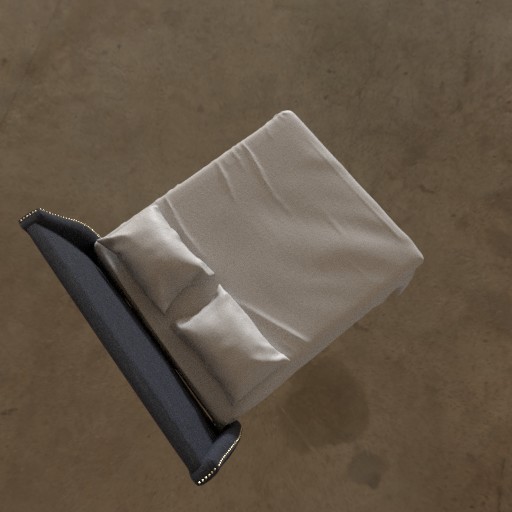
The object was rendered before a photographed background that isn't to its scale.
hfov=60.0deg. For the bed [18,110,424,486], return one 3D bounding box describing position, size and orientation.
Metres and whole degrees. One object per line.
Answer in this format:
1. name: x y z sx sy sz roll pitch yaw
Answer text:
1. bed: 0.000 0.000 3.332 2.276 1.332 1.925 -37 78 -9
